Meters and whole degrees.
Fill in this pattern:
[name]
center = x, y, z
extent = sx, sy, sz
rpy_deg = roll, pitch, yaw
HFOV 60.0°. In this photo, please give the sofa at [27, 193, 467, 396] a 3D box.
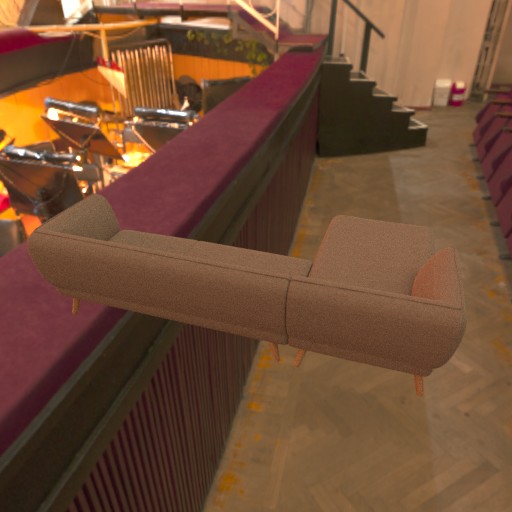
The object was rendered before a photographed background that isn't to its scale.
[sofa]
center = 0.000, 0.000, 3.248
extent = 2.653, 0.693, 1.532
rpy_deg = 10, 33, 15
